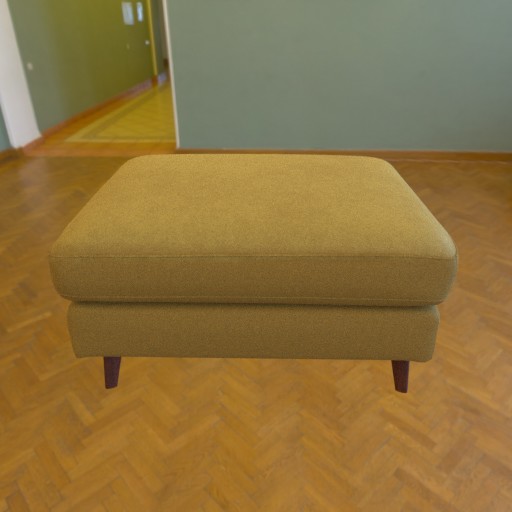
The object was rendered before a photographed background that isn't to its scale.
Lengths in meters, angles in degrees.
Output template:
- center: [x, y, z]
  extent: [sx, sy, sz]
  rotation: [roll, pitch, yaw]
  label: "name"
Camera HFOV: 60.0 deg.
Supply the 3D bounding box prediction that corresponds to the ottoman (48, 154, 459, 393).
- center: [0.000, 0.000, 1.150]
  extent: [0.811, 0.449, 0.608]
  rotation: [1, 29, 1]
  label: "ottoman"
